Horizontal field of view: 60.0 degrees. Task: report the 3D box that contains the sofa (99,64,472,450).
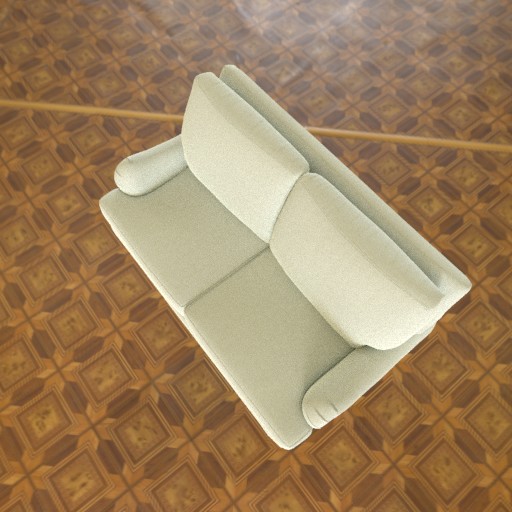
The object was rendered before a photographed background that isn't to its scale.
[{"bbox_3d":[0.000,0.000,2.534,1.084,1.101,1.853,-36,70,-15],"label":"sofa"}]
